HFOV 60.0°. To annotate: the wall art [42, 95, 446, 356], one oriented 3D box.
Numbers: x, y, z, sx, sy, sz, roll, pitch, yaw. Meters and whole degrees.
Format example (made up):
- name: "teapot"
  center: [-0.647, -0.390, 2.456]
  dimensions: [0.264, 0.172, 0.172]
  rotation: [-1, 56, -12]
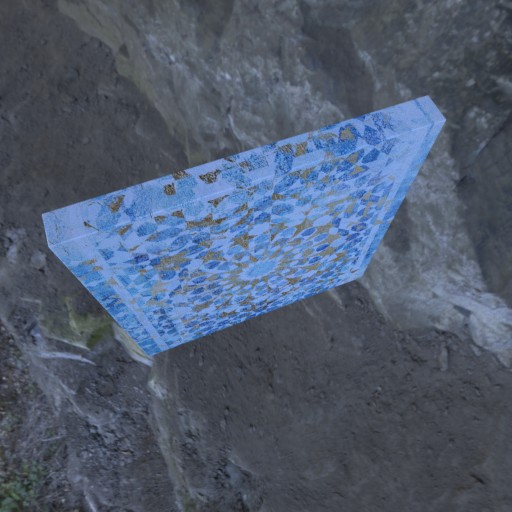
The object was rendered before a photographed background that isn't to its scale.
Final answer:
- name: "wall art"
  center: [0.000, 0.000, 0.611]
  dimensions: [0.405, 0.405, 0.037]
  rotation: [-19, 65, -9]
